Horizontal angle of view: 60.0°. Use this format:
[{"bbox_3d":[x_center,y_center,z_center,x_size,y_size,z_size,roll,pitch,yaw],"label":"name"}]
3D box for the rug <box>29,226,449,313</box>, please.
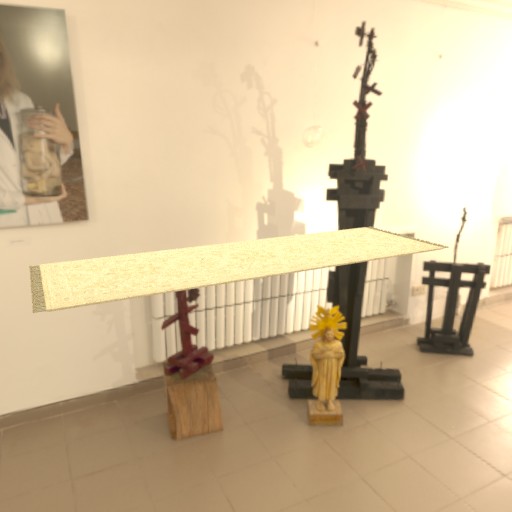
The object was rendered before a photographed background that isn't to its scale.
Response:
[{"bbox_3d":[0.000,0.000,2.789,2.544,0.015,0.795,-8,17,-26],"label":"rug"}]
